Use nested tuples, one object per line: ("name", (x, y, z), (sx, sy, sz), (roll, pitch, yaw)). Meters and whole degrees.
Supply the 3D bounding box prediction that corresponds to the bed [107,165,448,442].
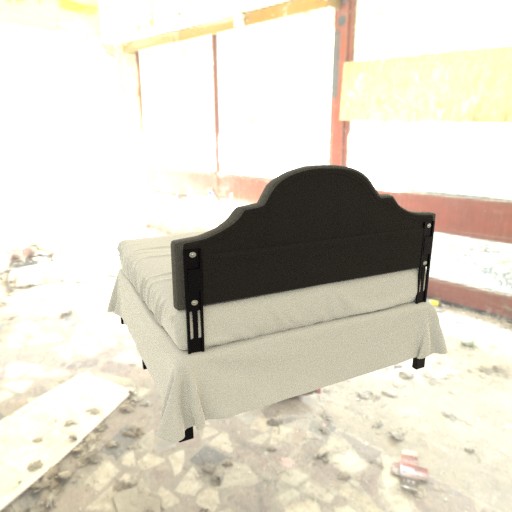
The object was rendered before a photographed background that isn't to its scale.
("bed", (0.000, 0.000, 3.755), (2.303, 1.631, 2.222), (-8, 17, -25))
